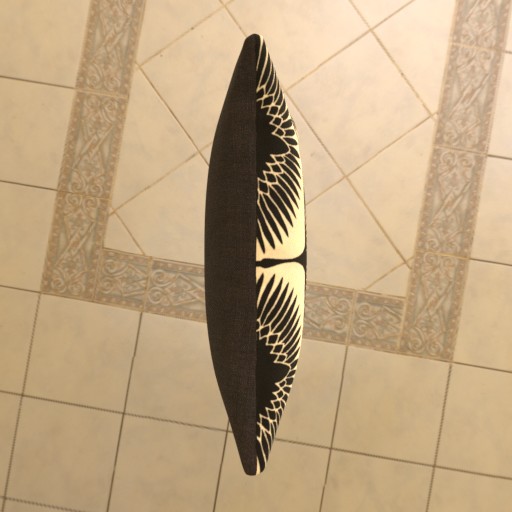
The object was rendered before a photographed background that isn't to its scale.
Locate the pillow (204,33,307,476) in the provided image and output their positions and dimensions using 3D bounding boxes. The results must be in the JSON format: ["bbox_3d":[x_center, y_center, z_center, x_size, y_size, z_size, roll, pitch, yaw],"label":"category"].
[{"bbox_3d":[0.000,0.000,0.640,0.139,0.432,0.432,0,90,1],"label":"pillow"}]
